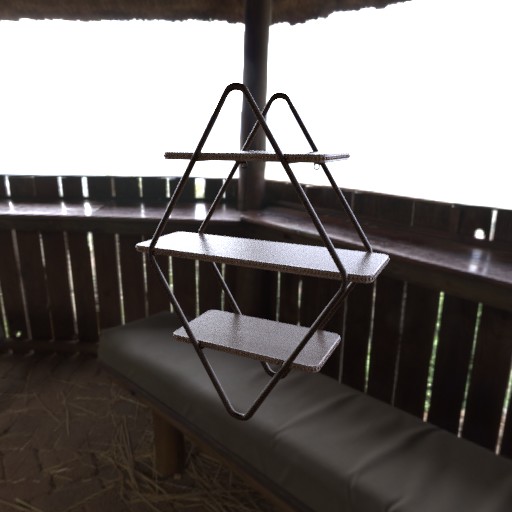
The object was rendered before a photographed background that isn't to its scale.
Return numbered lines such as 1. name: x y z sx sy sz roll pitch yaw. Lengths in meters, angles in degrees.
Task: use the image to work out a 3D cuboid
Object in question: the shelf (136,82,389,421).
1. shelf: 0.000 0.000 1.085 0.609 0.774 0.234 7 16 26
